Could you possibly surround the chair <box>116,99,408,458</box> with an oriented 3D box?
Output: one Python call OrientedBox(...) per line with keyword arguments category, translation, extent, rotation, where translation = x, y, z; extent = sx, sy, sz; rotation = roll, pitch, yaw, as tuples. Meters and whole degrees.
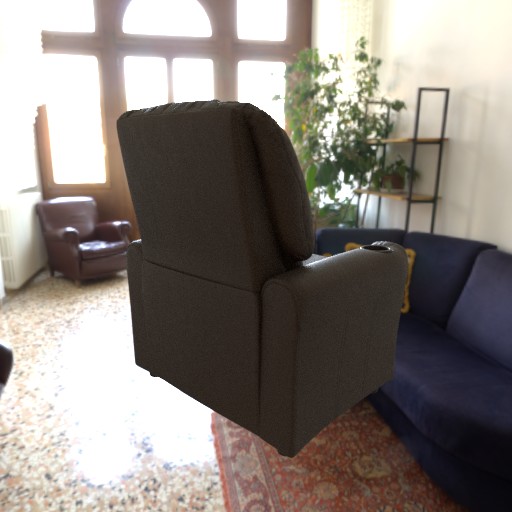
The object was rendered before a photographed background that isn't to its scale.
OrientedBox(category="chair", translation=(0.000, 0.000, 1.118), extent=(0.610, 0.709, 0.521), rotation=(12, 18, 42))
